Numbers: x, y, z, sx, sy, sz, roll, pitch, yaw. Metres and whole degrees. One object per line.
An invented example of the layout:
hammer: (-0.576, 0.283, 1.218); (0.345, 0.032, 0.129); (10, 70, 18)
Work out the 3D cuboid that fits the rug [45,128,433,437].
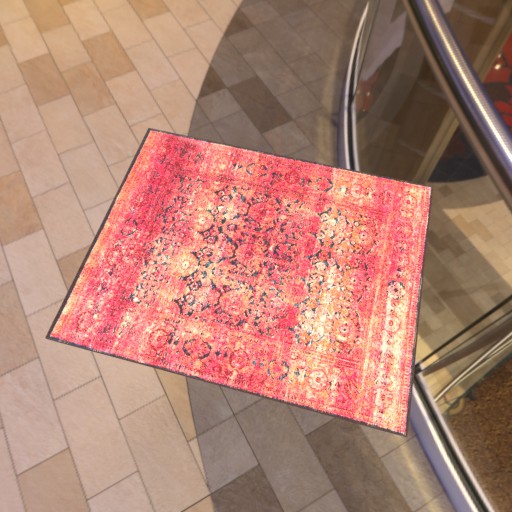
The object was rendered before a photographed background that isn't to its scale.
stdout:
rug: (0.000, 0.000, 4.071); (3.032, 0.020, 2.411); (13, 64, 7)
